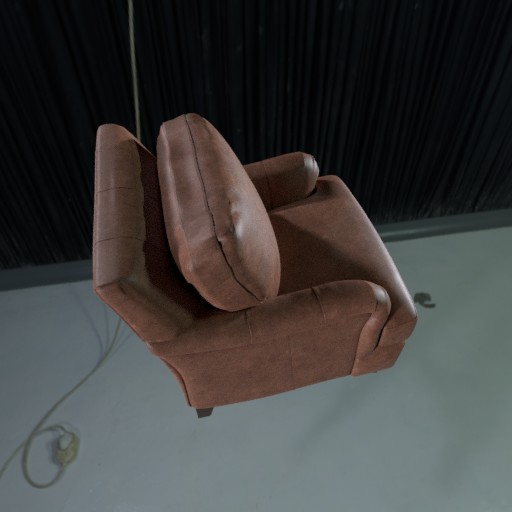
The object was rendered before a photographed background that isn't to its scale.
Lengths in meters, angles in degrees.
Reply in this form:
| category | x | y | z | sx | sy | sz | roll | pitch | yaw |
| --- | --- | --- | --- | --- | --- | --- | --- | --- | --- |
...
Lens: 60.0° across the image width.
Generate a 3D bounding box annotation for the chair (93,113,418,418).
| category | x | y | z | sx | sy | sz | roll | pitch | yaw |
| --- | --- | --- | --- | --- | --- | --- | --- | --- | --- |
| chair | 0.000 | 0.000 | 1.955 | 1.158 | 1.055 | 0.986 | -10 | 48 | -9 |
